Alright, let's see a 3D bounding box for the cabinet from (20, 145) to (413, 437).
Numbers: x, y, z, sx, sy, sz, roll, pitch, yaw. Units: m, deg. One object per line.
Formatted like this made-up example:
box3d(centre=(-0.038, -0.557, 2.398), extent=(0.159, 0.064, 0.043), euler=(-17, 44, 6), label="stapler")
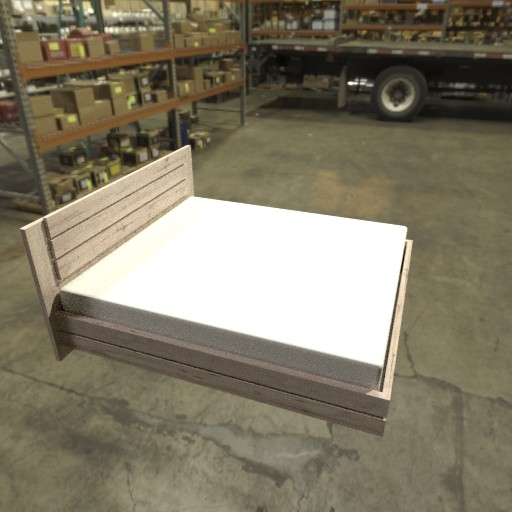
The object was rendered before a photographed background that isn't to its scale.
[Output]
box3d(centre=(0.000, 0.000, 3.172), extent=(2.080, 0.970, 1.950), euler=(10, 30, 18), label="cabinet")
